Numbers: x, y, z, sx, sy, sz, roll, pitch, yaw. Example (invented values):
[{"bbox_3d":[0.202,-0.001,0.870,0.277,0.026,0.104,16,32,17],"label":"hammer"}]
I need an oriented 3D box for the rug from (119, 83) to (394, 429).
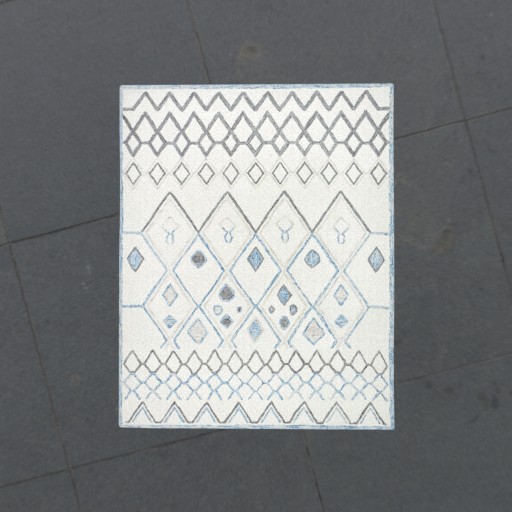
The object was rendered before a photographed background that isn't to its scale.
[{"bbox_3d":[0.000,0.000,3.938,2.441,0.013,3.056,0,90,1],"label":"rug"}]
